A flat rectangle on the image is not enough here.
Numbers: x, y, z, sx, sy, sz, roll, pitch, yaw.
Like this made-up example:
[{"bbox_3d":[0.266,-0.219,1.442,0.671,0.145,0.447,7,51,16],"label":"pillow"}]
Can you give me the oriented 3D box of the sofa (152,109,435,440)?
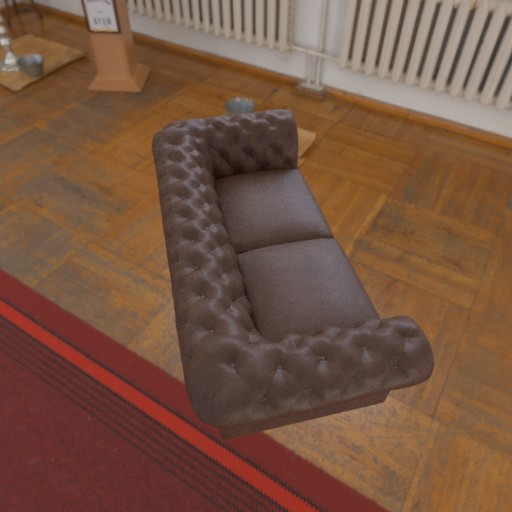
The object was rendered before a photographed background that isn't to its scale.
[{"bbox_3d":[0.000,0.000,2.486,0.955,0.784,2.048,-10,46,-9],"label":"sofa"}]
